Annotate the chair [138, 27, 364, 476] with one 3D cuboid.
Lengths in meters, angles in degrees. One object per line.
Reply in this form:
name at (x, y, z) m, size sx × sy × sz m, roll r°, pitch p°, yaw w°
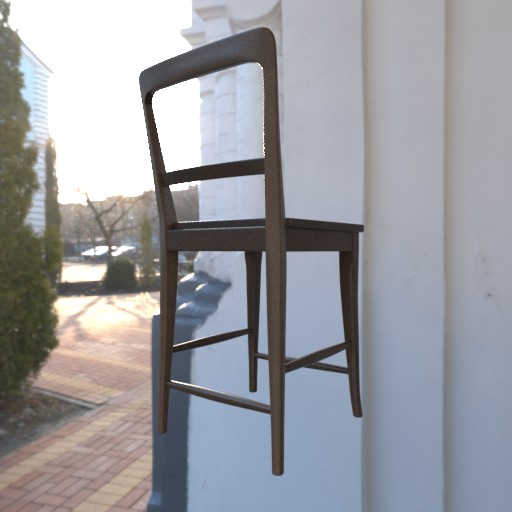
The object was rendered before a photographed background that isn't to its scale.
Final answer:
chair at (0.000, 0.000, 1.268) m, size 0.450 × 0.991 × 0.546 m, roll 1°, pitch 1°, yaw 36°
